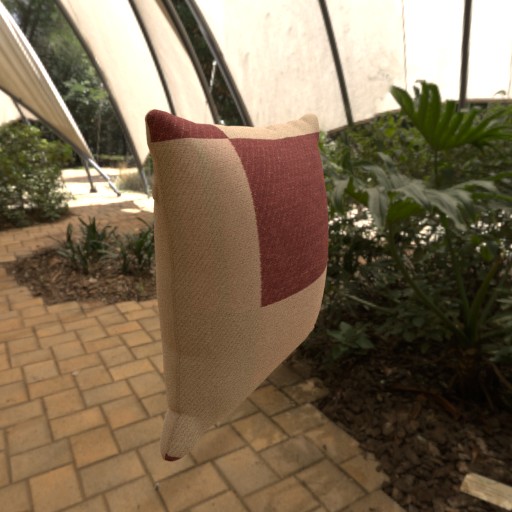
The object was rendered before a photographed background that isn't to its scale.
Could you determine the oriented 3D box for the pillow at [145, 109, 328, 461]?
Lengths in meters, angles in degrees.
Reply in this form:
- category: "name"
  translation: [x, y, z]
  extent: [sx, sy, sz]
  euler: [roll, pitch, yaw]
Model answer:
- category: "pillow"
  translation: [0.000, 0.000, 0.804]
  extent: [0.229, 0.506, 0.536]
  euler: [9, 18, 28]
